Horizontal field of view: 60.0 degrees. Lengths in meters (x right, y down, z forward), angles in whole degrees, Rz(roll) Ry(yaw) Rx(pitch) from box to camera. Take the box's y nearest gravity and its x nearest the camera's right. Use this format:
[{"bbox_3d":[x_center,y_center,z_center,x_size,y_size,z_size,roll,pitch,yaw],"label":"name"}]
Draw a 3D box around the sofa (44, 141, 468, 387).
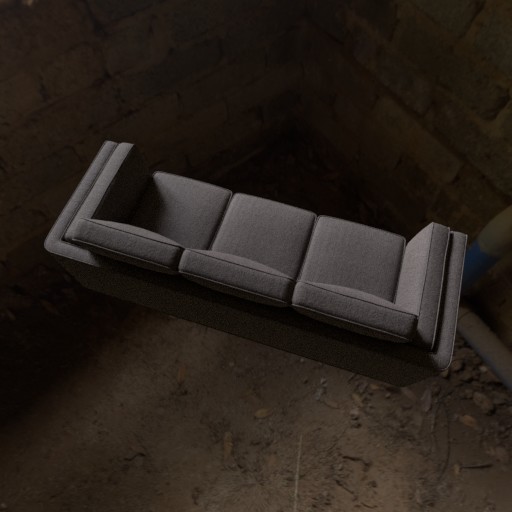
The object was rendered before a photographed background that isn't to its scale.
[{"bbox_3d":[0.000,0.000,2.791,2.362,0.899,0.903,16,64,8],"label":"sofa"}]
